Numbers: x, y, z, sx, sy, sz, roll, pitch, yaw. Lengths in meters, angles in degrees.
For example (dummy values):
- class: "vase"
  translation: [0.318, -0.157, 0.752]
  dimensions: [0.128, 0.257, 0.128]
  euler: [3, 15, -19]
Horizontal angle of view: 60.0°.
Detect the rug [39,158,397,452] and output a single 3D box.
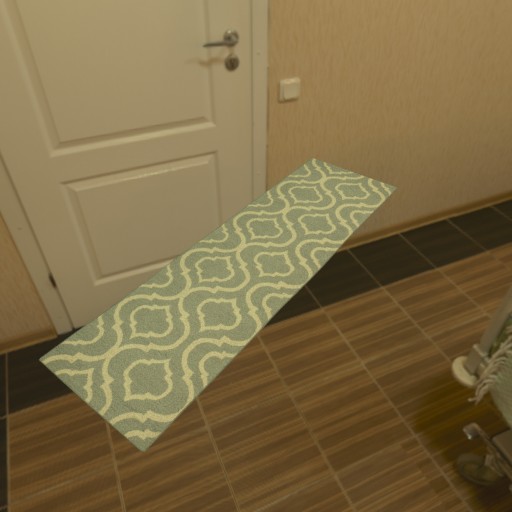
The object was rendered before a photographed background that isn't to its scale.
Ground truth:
- class: "rug"
  translation: [0.000, 0.000, 2.477]
  dimensions: [0.684, 0.009, 2.275]
  euler: [27, 48, 27]
